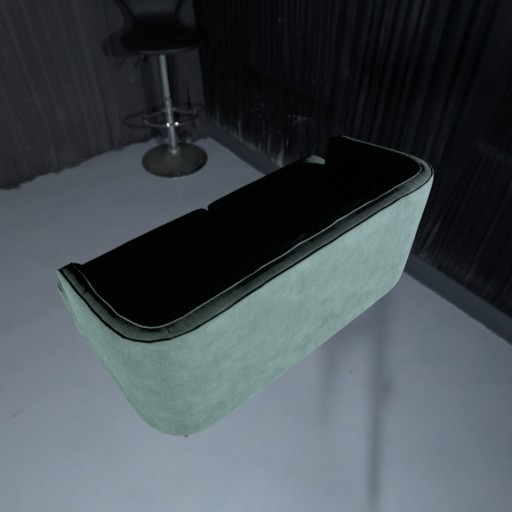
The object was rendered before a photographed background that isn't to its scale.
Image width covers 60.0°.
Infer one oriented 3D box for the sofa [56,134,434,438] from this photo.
[{"bbox_3d":[0.000,0.000,2.248,1.733,0.855,0.941,-30,52,-27],"label":"sofa"}]
